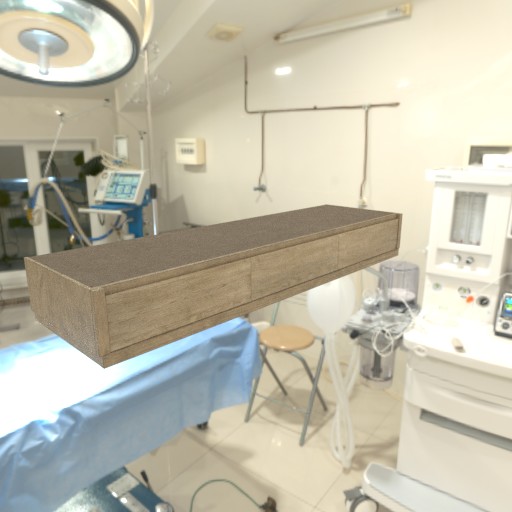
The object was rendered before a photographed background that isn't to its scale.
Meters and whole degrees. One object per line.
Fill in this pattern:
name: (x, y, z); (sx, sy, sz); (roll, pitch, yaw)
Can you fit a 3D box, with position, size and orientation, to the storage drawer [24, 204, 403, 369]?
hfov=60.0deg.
storage drawer: (0.000, 0.000, 2.337); (0.591, 0.274, 2.072); (14, 20, 42)
